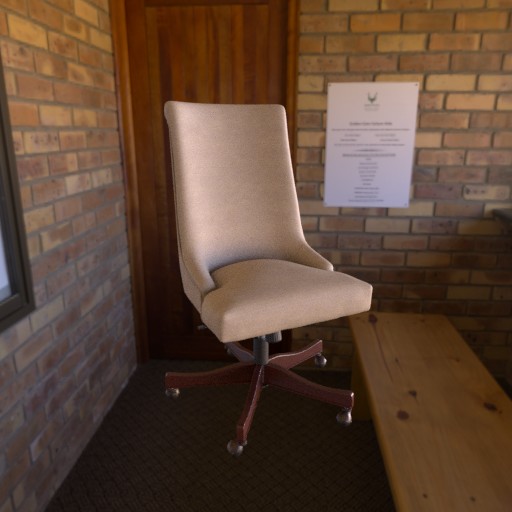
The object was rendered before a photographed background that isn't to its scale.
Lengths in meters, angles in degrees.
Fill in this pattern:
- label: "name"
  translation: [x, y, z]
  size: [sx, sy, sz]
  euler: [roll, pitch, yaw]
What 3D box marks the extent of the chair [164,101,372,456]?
- label: "chair"
  translation: [0.000, 0.000, 1.503]
  size: [0.645, 1.010, 0.696]
  euler: [-8, 17, -26]
